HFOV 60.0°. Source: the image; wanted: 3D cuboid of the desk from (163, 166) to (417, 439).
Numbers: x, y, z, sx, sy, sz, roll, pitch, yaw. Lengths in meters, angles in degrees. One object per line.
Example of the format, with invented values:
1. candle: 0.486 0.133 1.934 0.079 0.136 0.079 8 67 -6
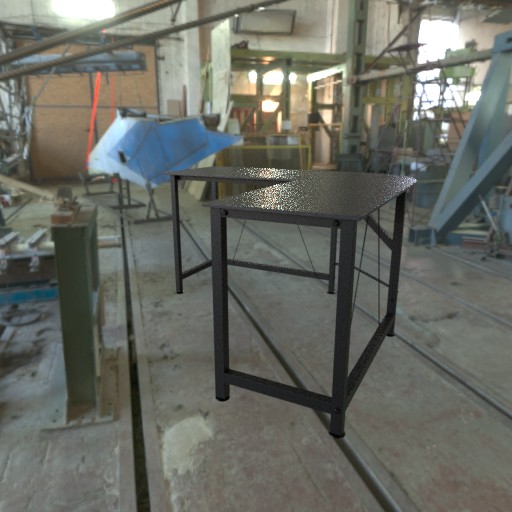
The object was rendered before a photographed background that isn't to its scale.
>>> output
1. desk: 0.000 0.000 2.270 1.400 0.762 1.400 8 18 26
